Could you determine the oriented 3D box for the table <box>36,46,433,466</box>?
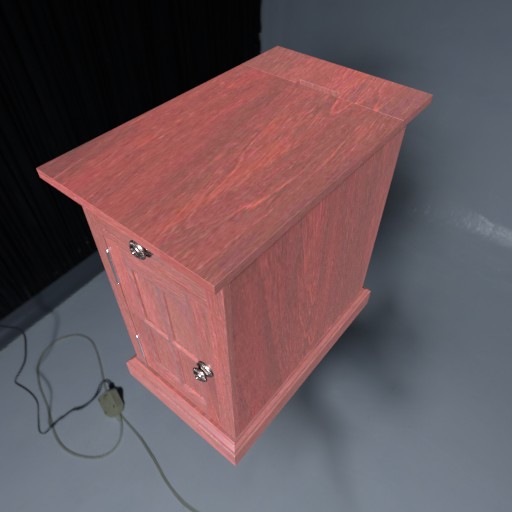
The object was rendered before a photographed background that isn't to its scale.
[{"bbox_3d":[0.000,0.000,0.949,0.356,0.612,0.584,31,54,26],"label":"table"}]
